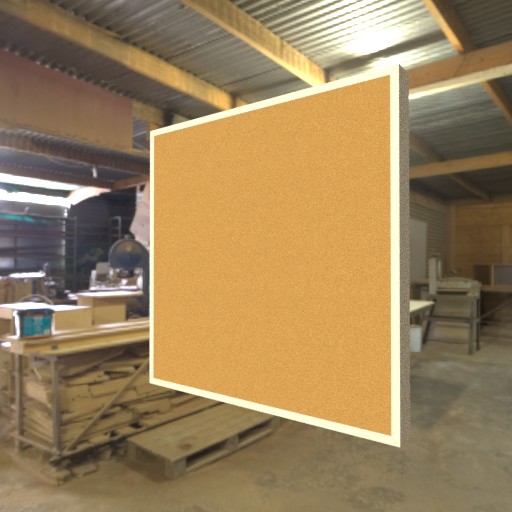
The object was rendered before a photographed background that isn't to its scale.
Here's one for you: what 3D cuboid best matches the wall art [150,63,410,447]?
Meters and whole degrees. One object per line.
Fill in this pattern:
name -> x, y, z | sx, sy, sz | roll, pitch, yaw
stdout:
wall art -> 0.000, 0.000, 0.757 | 0.509, 0.509, 0.040 | 0, -1, 37
